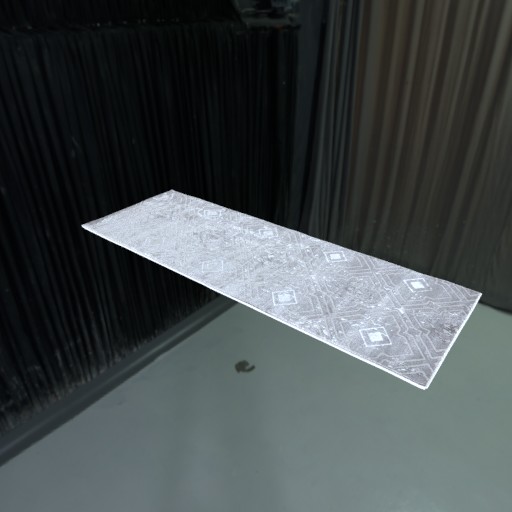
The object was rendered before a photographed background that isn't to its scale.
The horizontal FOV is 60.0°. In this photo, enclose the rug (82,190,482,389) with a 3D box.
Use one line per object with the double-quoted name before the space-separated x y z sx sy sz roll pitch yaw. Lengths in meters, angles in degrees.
"rug" 0.000 0.000 2.687 2.381 0.035 0.832 21 36 32
